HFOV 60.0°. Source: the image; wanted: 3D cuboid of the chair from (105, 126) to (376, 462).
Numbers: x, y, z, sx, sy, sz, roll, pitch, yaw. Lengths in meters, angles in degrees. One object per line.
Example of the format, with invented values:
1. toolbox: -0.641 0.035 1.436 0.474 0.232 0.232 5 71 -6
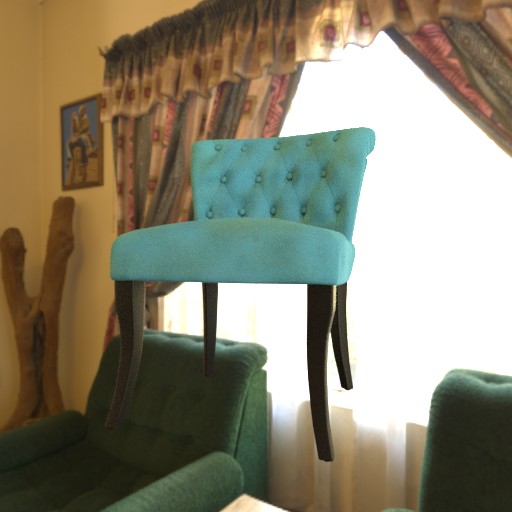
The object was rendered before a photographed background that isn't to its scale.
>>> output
1. chair: 0.000 0.000 1.162 0.582 0.750 0.605 0 0 19
